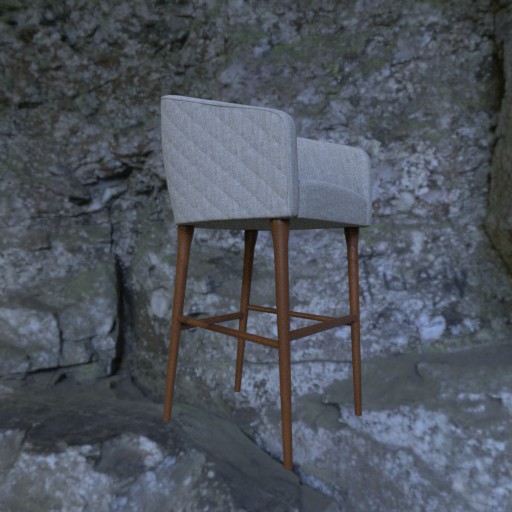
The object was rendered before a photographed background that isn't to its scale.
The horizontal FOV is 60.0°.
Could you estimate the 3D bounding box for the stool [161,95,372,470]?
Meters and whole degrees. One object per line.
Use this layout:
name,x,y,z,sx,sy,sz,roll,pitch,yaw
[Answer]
stool,0.000,0.000,1.466,0.607,1.078,0.559,0,0,36
